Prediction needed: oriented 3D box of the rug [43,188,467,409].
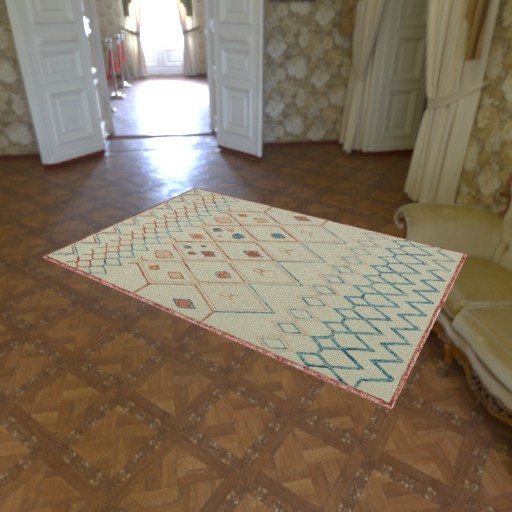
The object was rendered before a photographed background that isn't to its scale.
[{"bbox_3d":[0.000,0.000,2.294,1.829,0.016,1.219,17,33,29],"label":"rug"}]
